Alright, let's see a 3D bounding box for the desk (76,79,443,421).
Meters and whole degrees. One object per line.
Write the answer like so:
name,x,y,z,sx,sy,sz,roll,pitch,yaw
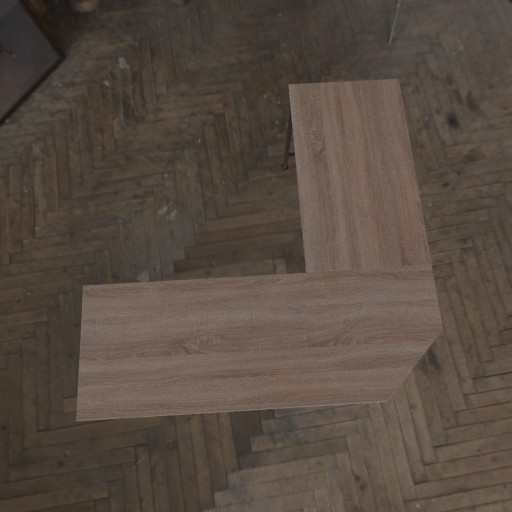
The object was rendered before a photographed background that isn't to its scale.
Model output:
desk,0.000,0.000,2.158,1.379,0.739,1.379,-3,74,-1
